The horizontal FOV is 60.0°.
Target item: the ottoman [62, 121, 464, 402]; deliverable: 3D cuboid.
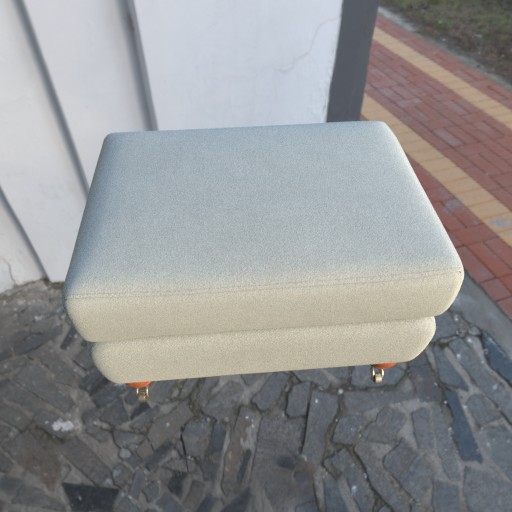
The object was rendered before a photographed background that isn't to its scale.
[{"bbox_3d":[0.000,0.000,1.133,0.773,0.499,0.569,-4,48,-3],"label":"ottoman"}]
